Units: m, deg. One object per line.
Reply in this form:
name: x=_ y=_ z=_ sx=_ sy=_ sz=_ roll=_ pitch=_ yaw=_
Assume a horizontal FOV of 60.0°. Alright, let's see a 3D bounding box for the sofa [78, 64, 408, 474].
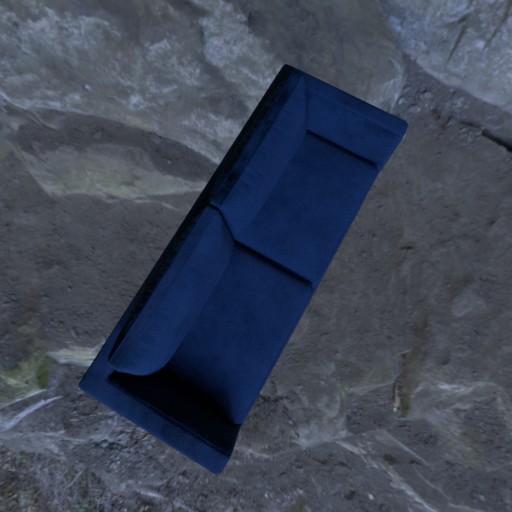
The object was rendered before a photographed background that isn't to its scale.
sofa: x=0.000 y=0.000 z=2.672 sx=0.853 sy=0.998 sz=2.212 roll=29 pitch=77 yaw=7
